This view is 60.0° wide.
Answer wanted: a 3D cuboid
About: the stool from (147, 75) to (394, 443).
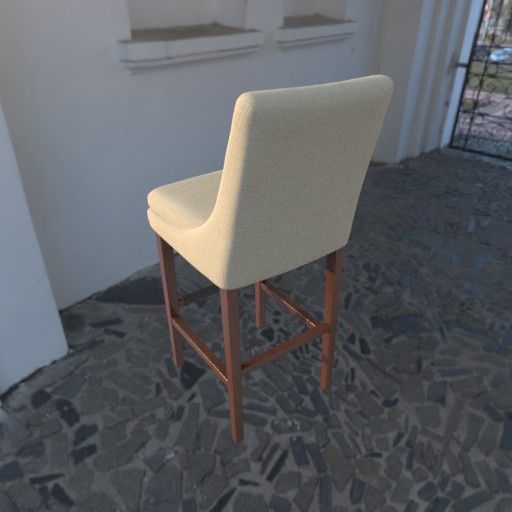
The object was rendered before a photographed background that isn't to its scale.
[{"bbox_3d":[0.000,0.000,1.374,0.470,1.078,0.577,-20,36,-30],"label":"stool"}]
